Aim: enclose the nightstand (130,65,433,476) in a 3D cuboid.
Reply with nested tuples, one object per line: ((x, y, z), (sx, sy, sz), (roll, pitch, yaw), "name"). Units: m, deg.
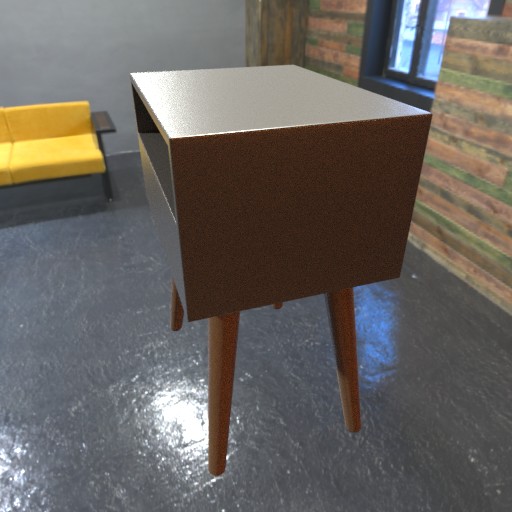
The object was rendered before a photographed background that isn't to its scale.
((0.000, 0.000, 0.709), (0.288, 0.508, 0.370), (-10, 32, -16), "nightstand")
